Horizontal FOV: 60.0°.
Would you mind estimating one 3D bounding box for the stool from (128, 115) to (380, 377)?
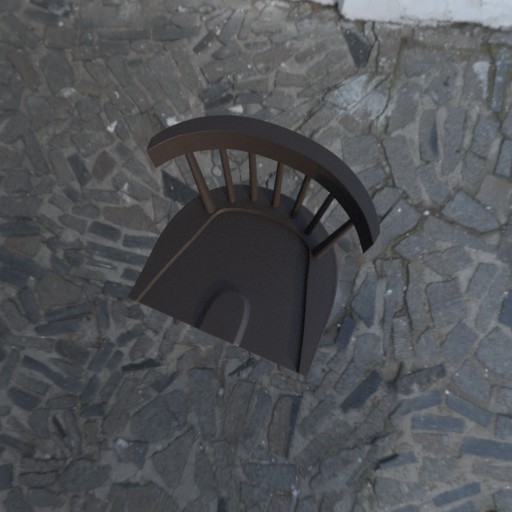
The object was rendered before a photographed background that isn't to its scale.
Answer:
[{"bbox_3d":[0.000,0.000,1.270,0.494,0.953,0.549,23,79,5],"label":"stool"}]
